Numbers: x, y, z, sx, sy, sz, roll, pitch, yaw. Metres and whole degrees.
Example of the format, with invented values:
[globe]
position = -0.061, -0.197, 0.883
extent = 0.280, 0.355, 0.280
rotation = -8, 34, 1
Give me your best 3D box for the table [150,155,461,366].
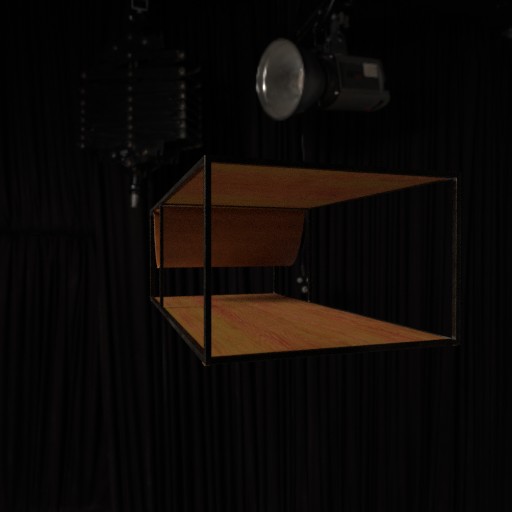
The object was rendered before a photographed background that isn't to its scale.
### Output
[table]
position = 0.000, 0.000, 1.496
extent = 0.597, 0.403, 1.199
rotation = 0, 1, -18
